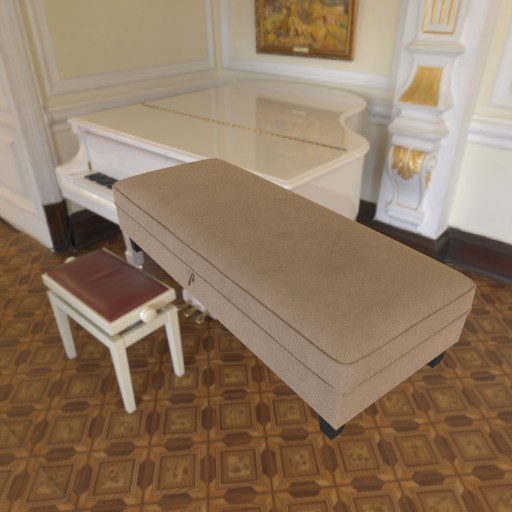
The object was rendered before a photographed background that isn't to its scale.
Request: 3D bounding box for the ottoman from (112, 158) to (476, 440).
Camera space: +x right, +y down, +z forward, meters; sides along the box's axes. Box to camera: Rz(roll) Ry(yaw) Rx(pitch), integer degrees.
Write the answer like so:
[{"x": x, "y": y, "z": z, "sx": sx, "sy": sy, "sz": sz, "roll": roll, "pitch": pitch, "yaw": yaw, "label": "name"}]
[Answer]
[{"x": 0.000, "y": 0.000, "z": 2.051, "sx": 0.735, "sy": 0.460, "sz": 1.726, "roll": -21, "pitch": 37, "yaw": -31, "label": "ottoman"}]
